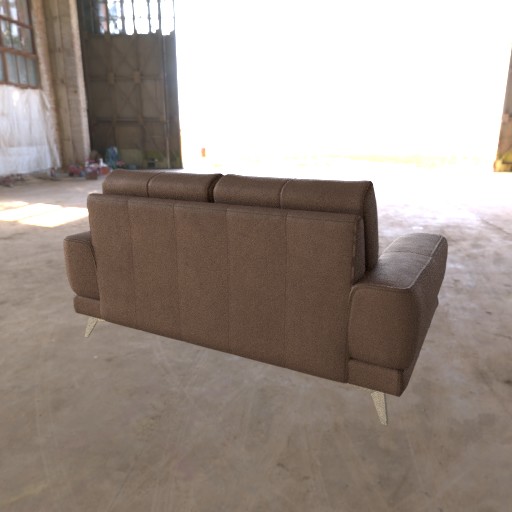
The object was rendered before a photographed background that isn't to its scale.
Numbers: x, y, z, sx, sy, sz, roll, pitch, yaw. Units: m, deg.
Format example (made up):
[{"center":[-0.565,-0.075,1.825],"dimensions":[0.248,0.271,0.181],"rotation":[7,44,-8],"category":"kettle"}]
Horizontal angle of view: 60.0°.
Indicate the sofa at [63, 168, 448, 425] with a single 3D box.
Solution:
[{"center":[0.000,0.000,2.343],"dimensions":[1.806,0.907,1.018],"rotation":[8,17,27],"category":"sofa"}]
